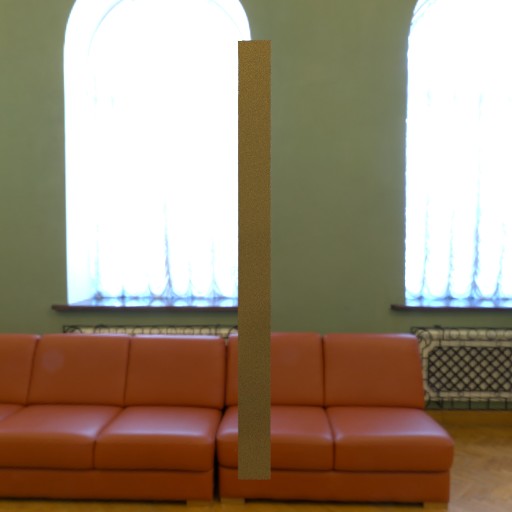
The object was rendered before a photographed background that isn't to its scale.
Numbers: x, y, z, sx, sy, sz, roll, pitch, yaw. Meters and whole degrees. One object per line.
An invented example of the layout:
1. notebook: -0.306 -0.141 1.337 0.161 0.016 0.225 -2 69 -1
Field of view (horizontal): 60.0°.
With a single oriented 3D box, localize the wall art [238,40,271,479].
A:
1. wall art: 0.000 0.000 0.766 0.038 0.508 0.507 0 2 0
